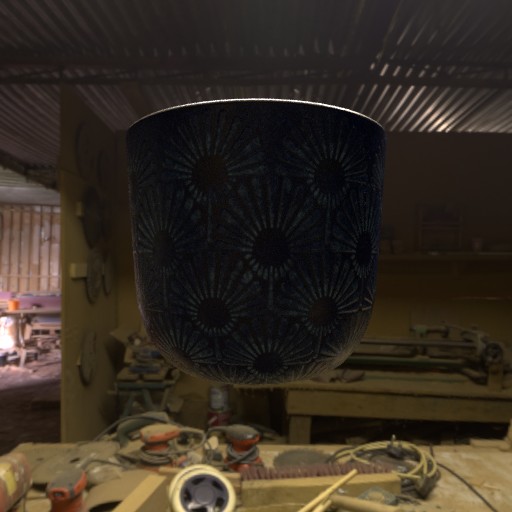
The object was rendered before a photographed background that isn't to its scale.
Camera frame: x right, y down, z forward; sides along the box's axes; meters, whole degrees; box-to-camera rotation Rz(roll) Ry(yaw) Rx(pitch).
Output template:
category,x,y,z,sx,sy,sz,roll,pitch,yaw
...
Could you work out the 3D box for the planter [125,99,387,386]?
category,x,y,z,sx,sy,sz,roll,pitch,yaw
planter,0.000,0.000,0.299,0.170,0.153,0.170,0,-1,0
